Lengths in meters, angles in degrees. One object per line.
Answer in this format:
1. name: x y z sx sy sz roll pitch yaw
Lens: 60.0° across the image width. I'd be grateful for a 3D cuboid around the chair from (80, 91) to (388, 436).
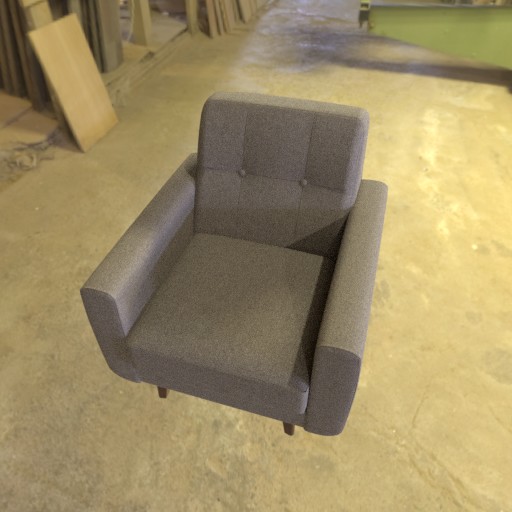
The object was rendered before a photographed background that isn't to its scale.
1. chair: 0.000 0.000 1.576 0.831 0.839 0.907 12 43 13
